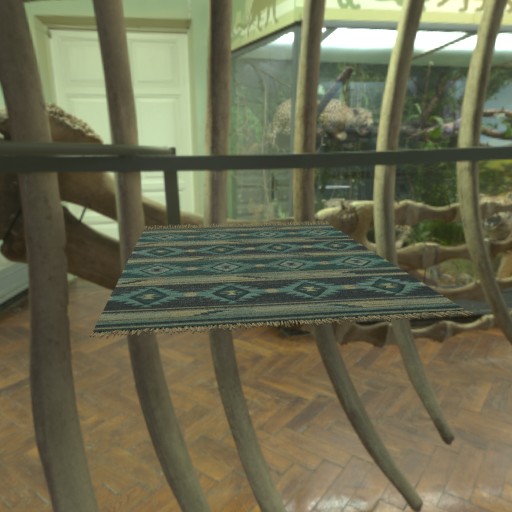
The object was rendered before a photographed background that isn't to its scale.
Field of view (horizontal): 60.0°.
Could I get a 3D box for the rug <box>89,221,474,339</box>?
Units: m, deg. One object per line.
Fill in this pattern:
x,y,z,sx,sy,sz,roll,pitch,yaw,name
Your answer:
0.000,0.000,4.266,2.418,0.047,3.307,-2,15,-8,rug
